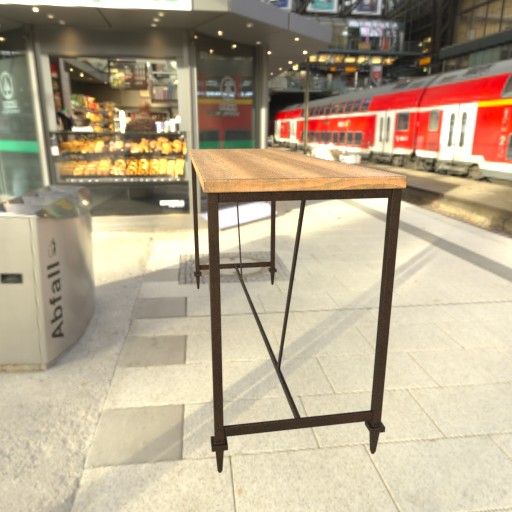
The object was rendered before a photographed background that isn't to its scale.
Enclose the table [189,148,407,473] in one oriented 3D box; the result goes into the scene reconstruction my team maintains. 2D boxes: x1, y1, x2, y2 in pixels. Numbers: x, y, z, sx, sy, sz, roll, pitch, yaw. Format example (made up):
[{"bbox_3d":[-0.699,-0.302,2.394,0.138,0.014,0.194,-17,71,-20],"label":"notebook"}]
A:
[{"bbox_3d":[0.000,0.000,2.075,0.551,0.902,1.700,-3,16,-9],"label":"table"}]
